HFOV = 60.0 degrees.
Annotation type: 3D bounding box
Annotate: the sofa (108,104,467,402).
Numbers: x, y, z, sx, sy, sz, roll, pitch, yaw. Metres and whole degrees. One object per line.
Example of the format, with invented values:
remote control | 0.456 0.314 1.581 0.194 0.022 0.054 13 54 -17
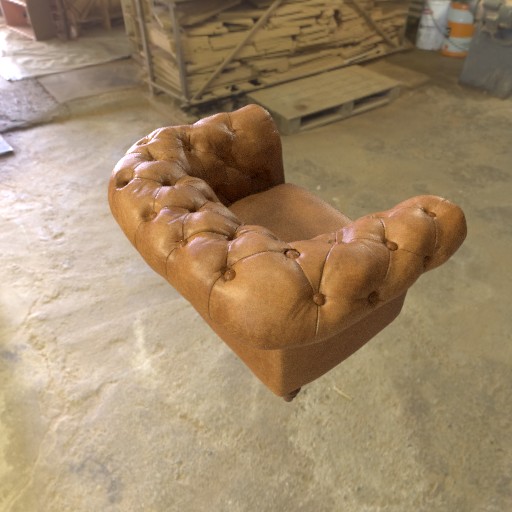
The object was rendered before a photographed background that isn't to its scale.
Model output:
sofa | 0.000 0.000 2.056 1.033 0.878 1.405 -27 48 -28
